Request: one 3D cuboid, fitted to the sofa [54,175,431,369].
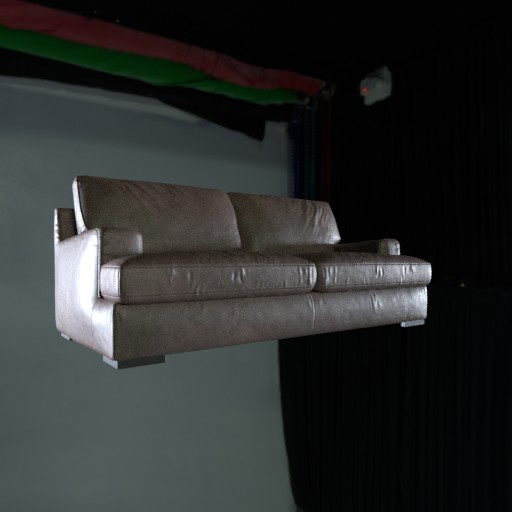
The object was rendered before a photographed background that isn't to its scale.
[{"bbox_3d":[0.000,0.000,2.848,2.261,0.941,1.143,0,0,-36],"label":"sofa"}]
